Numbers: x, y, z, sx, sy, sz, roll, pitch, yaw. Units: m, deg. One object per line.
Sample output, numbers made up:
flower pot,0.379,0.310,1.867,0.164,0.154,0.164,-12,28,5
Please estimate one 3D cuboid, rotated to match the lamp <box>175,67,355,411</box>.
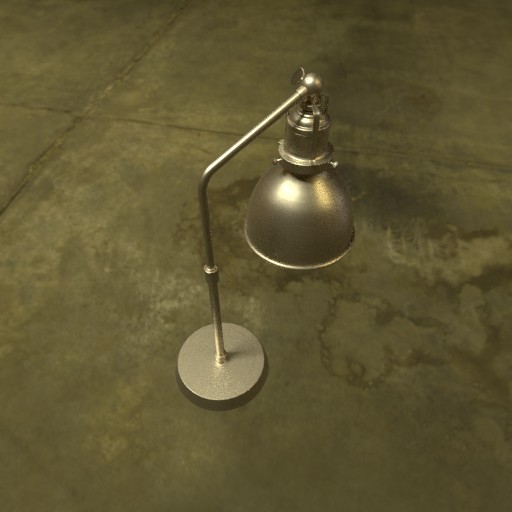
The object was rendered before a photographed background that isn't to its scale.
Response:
lamp,0.000,0.000,0.584,0.286,0.456,0.153,-25,52,-21
